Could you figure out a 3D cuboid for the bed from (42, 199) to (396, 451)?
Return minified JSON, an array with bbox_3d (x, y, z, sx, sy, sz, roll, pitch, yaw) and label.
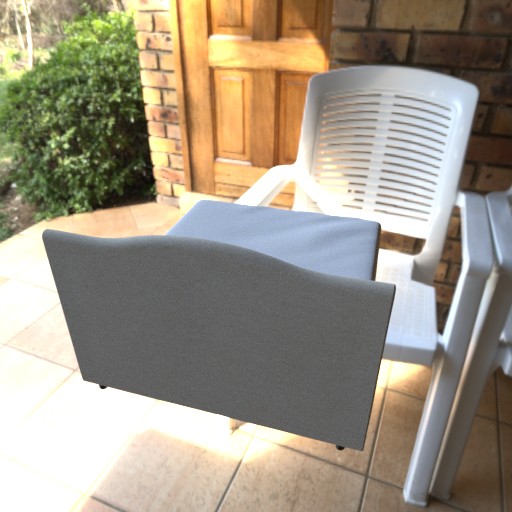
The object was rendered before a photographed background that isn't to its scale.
[{"bbox_3d":[0.000,0.000,3.623,2.083,1.421,2.182,9,32,14],"label":"bed"}]
